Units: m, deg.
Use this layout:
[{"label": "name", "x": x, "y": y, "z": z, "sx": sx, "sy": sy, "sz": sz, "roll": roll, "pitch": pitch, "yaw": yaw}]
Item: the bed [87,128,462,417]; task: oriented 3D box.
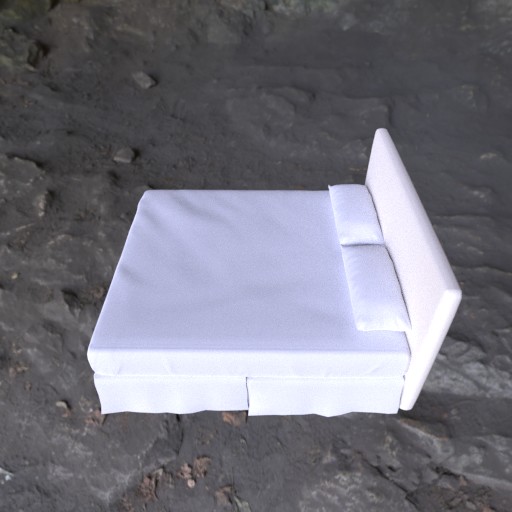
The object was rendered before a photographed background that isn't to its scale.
[{"label": "bed", "x": 0.000, "y": 0.000, "z": 3.619, "sx": 2.341, "sy": 1.317, "sz": 2.119, "roll": 0, "pitch": 42, "yaw": 1}]
